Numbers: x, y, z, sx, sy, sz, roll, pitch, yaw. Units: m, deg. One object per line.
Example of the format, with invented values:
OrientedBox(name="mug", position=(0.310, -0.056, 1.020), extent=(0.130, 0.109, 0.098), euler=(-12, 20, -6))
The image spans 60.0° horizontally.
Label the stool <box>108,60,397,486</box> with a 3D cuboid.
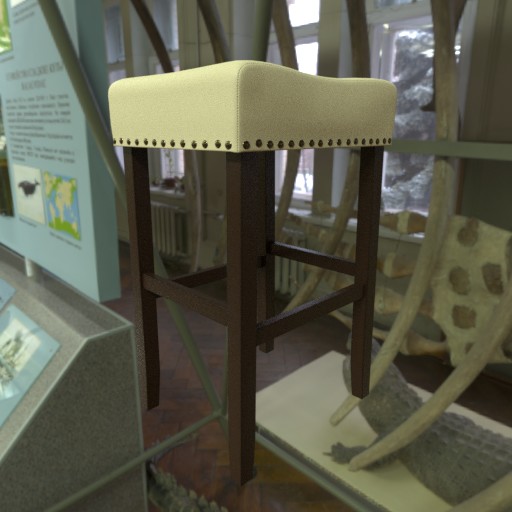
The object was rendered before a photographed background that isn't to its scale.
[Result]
OrientedBox(name="stool", position=(0.000, 0.000, 1.021), extent=(0.471, 0.762, 0.401), euler=(-15, 22, -42))
